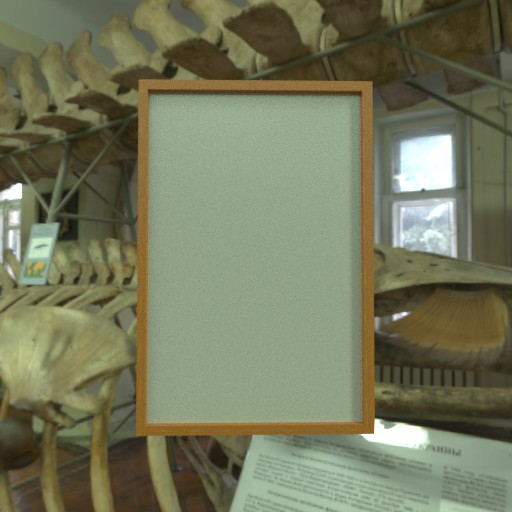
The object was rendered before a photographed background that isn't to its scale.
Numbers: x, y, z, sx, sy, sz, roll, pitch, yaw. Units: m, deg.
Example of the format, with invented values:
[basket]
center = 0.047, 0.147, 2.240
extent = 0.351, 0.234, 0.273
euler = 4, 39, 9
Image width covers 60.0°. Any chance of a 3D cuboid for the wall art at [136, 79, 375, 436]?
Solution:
[wall art]
center = 0.000, 0.000, 0.771
extent = 0.405, 0.608, 0.025
euler = 0, -1, -1
